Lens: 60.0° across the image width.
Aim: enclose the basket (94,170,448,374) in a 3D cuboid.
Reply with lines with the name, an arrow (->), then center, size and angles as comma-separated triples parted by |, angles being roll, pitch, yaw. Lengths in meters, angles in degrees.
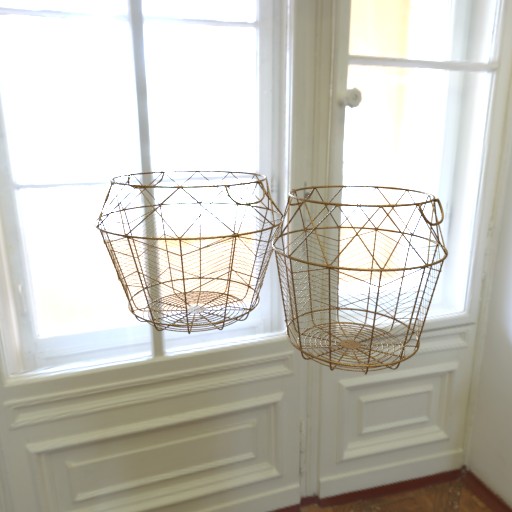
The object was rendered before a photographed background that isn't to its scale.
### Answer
basket -> 0.000, 0.000, 1.019 | 0.805, 0.343, 0.451 | 8, 18, 27
